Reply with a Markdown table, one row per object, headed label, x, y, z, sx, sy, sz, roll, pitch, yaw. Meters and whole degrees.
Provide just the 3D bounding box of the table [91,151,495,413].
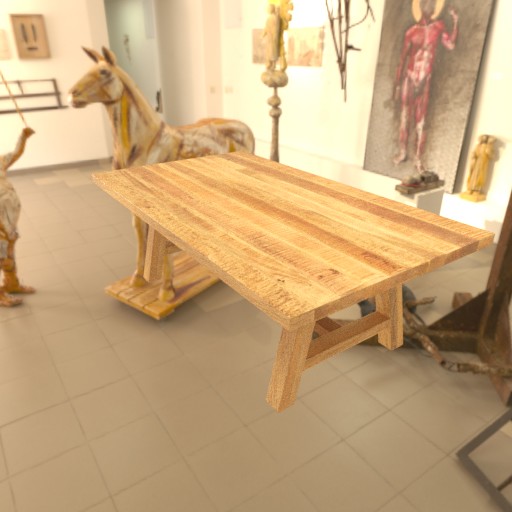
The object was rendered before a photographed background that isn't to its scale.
| label | x | y | z | sx | sy | sz | roll | pitch | yaw |
| --- | --- | --- | --- | --- | --- | --- | --- | --- | --- |
| table | 0.000 | 0.000 | 1.666 | 0.760 | 0.455 | 1.320 | -17 | 31 | -31 |
